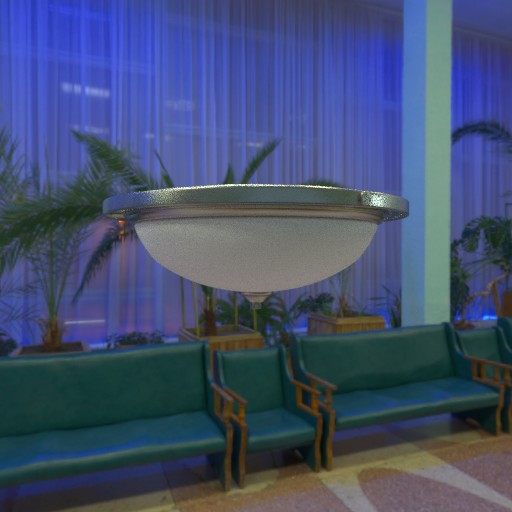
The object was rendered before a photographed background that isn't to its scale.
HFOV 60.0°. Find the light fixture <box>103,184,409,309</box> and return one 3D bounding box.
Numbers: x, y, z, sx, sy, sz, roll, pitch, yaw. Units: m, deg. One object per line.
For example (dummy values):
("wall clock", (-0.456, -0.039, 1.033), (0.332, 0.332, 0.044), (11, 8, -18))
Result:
("light fixture", (0.000, 0.000, 0.552), (0.361, 0.130, 0.361), (0, 1, 0))
